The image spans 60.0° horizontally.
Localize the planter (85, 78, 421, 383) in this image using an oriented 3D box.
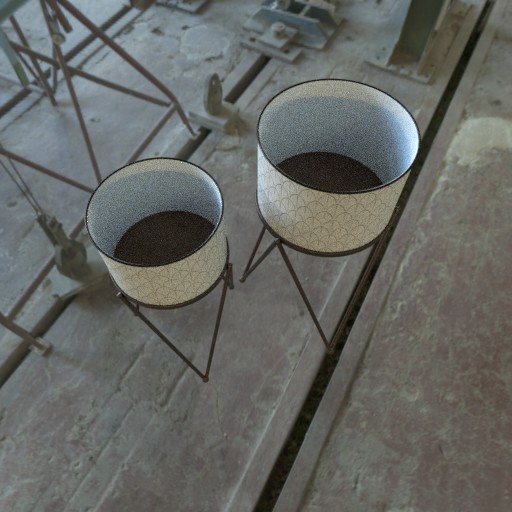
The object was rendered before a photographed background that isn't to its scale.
[{"bbox_3d":[0.000,0.000,1.159,0.769,0.712,0.413,-15,59,-9],"label":"planter"}]
